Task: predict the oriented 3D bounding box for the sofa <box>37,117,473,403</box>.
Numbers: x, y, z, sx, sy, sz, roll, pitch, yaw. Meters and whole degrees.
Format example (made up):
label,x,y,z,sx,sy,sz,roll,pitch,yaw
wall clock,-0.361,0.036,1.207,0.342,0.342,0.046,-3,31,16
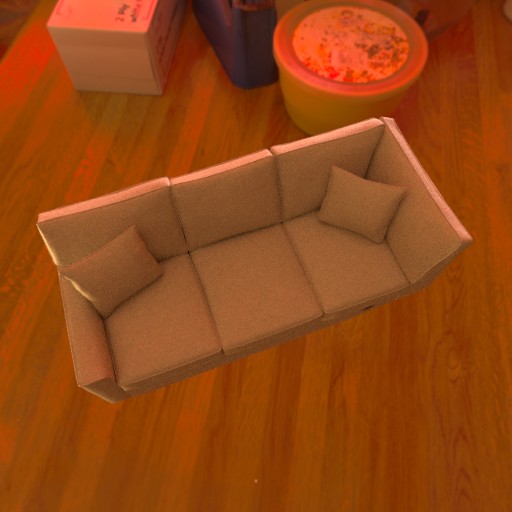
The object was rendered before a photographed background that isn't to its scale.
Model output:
label,x,y,z,sx,sy,sz,roll,pitch,yaw
sofa,0.000,0.000,2.816,2.317,0.962,1.061,-18,65,-9
